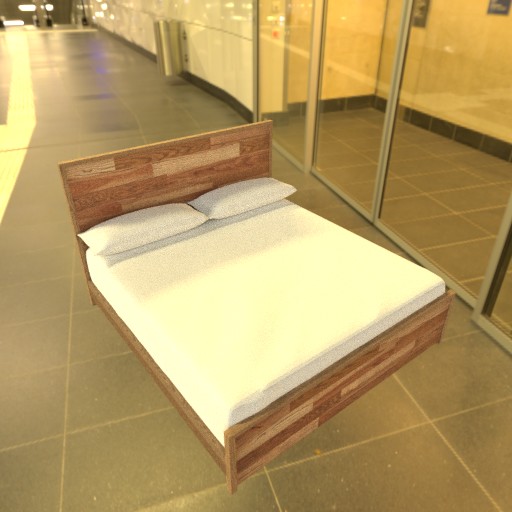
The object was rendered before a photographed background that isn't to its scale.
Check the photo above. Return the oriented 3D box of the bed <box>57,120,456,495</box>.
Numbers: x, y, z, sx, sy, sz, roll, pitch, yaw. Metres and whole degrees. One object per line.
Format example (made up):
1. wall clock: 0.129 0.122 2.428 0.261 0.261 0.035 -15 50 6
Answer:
1. bed: 0.000 0.000 3.375 2.013 1.295 2.184 -22 37 -31
